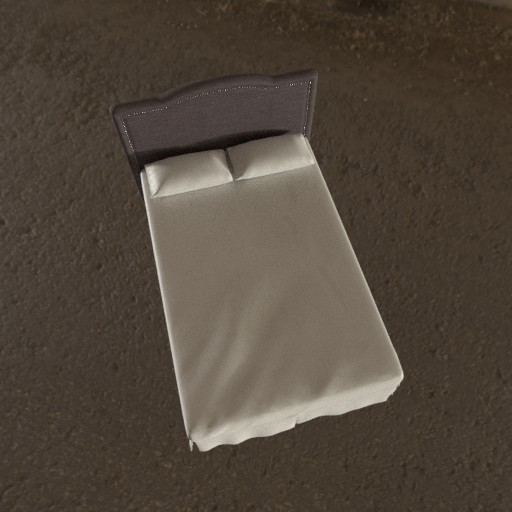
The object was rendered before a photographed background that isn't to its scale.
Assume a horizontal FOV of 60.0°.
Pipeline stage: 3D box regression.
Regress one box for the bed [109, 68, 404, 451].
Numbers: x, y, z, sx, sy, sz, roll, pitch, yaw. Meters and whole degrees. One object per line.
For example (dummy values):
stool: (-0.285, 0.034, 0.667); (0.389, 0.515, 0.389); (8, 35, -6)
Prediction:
bed: (0.000, 0.000, 3.526); (1.741, 1.441, 2.507); (-13, 63, -7)
